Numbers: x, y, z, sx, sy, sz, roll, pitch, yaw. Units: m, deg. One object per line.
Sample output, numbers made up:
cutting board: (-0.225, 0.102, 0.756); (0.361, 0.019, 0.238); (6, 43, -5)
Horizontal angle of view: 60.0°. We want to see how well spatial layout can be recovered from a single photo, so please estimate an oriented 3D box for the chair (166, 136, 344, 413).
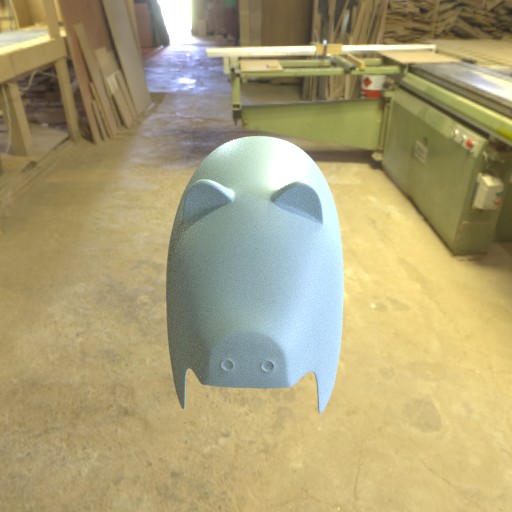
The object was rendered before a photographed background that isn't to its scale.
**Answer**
chair: (0.000, 0.000, 0.871); (0.364, 0.423, 0.619); (1, 31, 2)
